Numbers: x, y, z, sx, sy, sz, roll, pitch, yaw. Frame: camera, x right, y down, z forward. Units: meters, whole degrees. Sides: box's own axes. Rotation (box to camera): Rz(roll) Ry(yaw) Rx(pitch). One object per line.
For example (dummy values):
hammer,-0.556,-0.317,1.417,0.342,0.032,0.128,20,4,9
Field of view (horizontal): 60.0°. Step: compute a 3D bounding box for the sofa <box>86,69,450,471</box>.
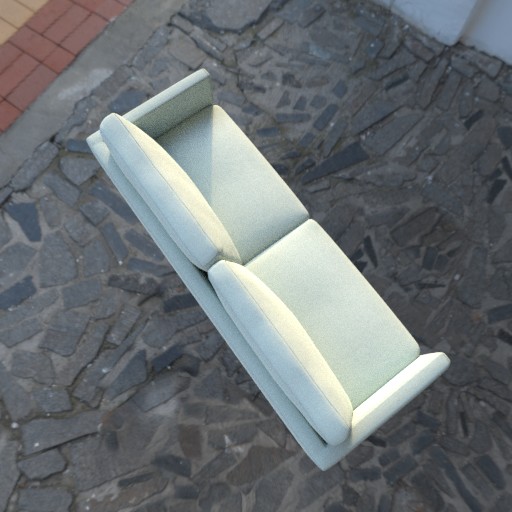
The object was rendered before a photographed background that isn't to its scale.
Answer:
sofa,0.000,0.000,2.878,0.948,0.965,2.434,-35,77,-10
